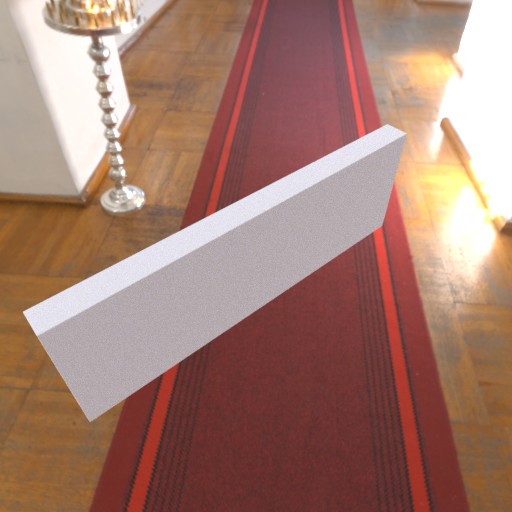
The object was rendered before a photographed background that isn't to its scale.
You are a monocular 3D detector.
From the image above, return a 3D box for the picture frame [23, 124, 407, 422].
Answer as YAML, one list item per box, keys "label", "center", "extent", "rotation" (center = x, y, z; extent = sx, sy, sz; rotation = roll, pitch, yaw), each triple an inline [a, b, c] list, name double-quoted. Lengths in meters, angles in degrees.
- label: "picture frame"
  center: [0.000, 0.000, 0.829]
  extent: [0.759, 0.250, 0.050]
  rotation: [-31, 53, -27]
